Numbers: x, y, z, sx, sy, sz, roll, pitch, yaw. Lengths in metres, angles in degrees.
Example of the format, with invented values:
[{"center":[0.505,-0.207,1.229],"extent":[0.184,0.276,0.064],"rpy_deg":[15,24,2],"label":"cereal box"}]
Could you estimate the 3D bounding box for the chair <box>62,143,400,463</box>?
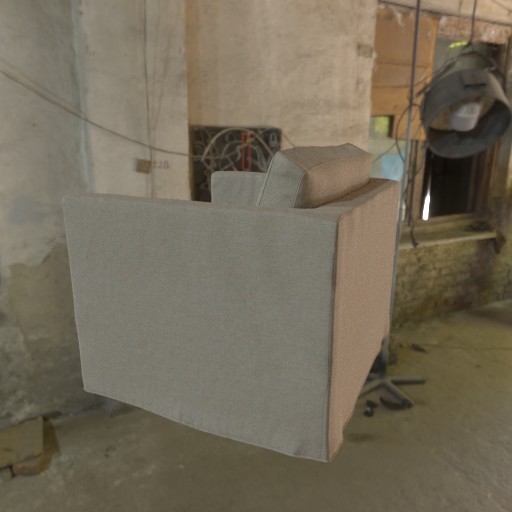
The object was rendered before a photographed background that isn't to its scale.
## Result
[{"center":[0.000,0.000,1.753],"extent":[0.949,0.863,1.057],"rpy_deg":[7,17,24],"label":"chair"}]
